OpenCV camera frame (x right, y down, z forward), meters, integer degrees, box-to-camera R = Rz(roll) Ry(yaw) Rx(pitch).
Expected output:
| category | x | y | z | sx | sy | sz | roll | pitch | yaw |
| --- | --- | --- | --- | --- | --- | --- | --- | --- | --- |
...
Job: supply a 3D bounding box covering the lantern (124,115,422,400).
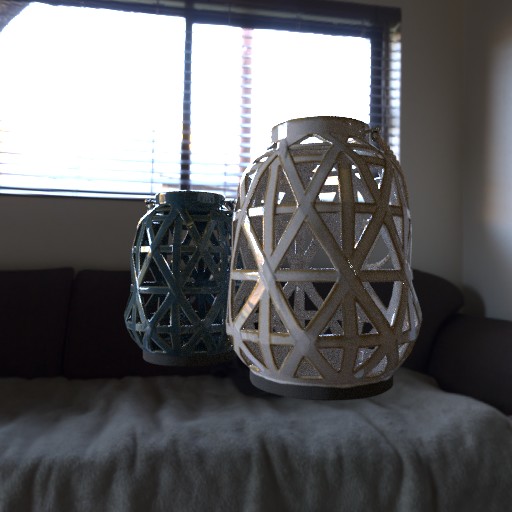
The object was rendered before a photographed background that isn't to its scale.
| category | x | y | z | sx | sy | sz | roll | pitch | yaw |
| --- | --- | --- | --- | --- | --- | --- | --- | --- | --- |
| lantern | 0.000 | 0.000 | 0.618 | 0.439 | 0.307 | 0.245 | -1 | -1 | 38 |
